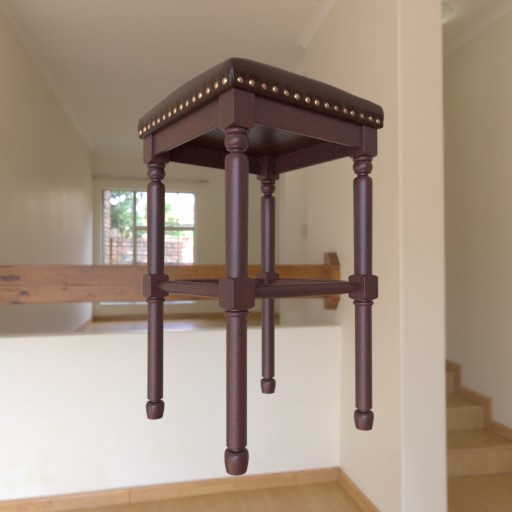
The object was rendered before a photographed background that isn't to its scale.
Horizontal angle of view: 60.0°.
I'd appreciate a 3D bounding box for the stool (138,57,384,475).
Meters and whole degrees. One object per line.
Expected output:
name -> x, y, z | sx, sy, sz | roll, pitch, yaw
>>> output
stool -> 0.000, 0.000, 0.942 | 0.382, 0.702, 0.383 | 1, -1, -37
